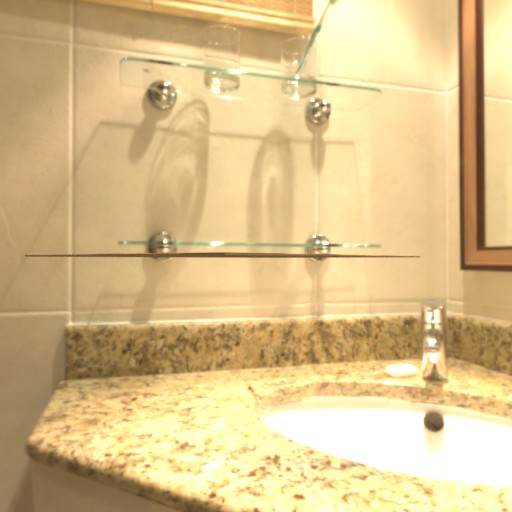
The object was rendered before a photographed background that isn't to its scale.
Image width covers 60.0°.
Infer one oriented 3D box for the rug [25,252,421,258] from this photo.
[{"bbox_3d":[0.000,0.000,3.073,1.521,0.015,2.436,0,-1,37],"label":"rug"}]
